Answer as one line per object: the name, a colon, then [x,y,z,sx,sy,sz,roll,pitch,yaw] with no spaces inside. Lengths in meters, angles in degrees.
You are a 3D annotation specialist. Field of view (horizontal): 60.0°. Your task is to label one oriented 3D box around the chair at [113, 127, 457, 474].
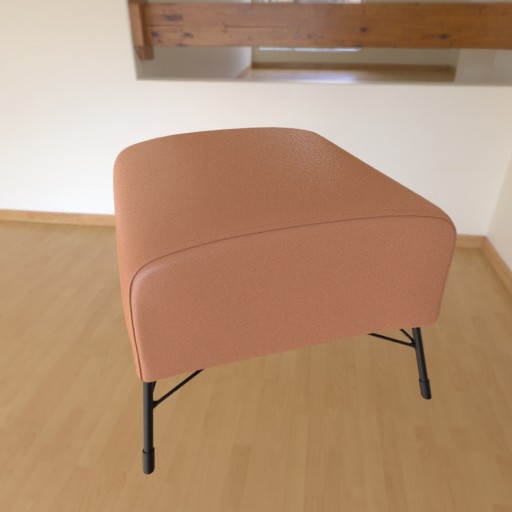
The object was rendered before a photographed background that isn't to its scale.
chair: [0.000,0.000,0.876,0.530,0.410,0.530,-9,31,-15]
